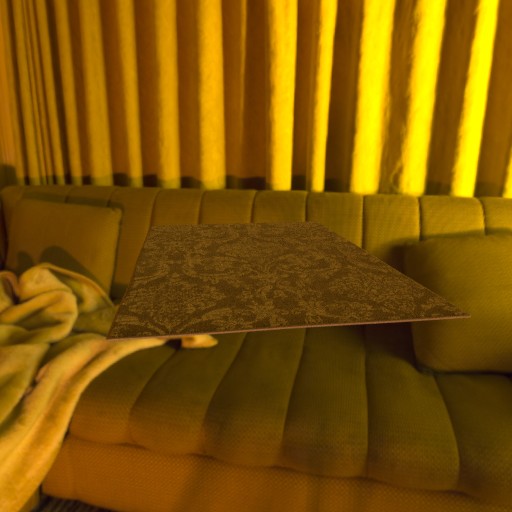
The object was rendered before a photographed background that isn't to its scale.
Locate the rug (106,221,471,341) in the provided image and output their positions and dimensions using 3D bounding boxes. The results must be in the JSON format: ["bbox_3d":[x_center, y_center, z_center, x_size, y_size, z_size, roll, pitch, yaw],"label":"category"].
[{"bbox_3d":[0.000,0.000,2.298,1.206,0.012,1.824,-2,15,-9],"label":"rug"}]
